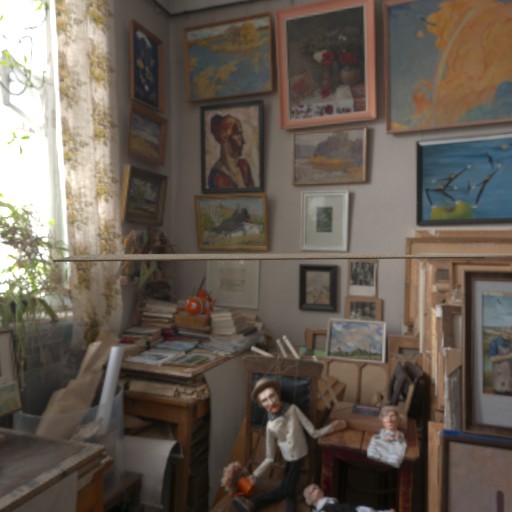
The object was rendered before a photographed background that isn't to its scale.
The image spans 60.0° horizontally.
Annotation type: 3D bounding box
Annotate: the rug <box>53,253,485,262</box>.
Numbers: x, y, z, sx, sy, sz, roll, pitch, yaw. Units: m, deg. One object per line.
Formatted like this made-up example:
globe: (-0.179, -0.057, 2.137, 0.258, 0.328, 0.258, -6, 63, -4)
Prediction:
rug: (0.000, 0.000, 2.346, 1.827, 0.006, 1.221, 0, 1, -18)
